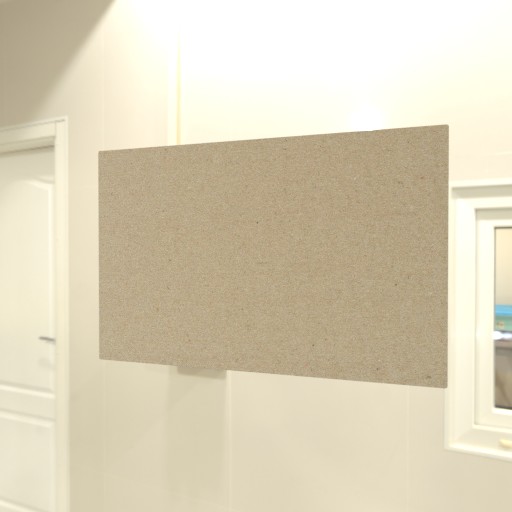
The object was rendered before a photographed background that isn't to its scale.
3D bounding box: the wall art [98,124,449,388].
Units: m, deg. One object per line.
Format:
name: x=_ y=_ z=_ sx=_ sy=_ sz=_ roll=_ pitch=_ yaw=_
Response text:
wall art: x=0.000 y=0.000 z=0.777 sx=0.618 sy=0.398 sz=0.042 roll=0 pitch=1 yaw=17
